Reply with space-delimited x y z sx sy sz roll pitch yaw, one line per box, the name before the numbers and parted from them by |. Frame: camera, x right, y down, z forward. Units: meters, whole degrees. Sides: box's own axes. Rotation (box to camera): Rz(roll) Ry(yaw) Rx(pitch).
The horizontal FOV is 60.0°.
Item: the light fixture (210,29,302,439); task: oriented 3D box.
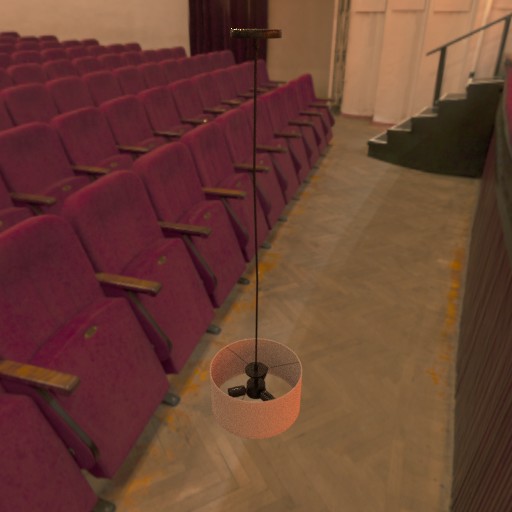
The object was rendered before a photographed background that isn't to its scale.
light fixture | 0.000 0.000 1.665 0.399 1.516 0.399 0 28 0
